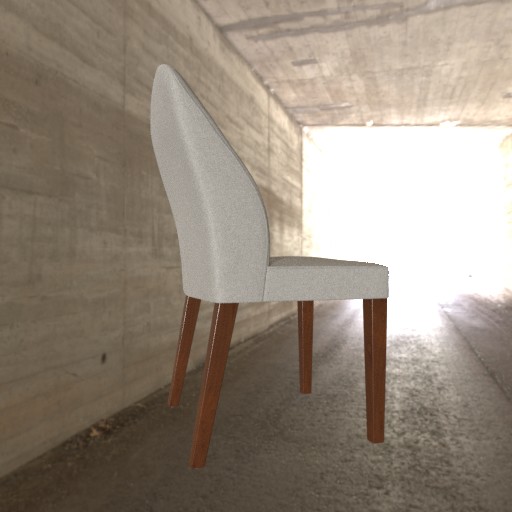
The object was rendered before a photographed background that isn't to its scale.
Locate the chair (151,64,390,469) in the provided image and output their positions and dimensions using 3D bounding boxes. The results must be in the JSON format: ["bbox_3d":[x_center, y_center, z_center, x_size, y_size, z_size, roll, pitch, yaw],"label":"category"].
[{"bbox_3d":[0.000,0.000,1.186,0.540,0.893,0.472,0,-1,-17],"label":"chair"}]
